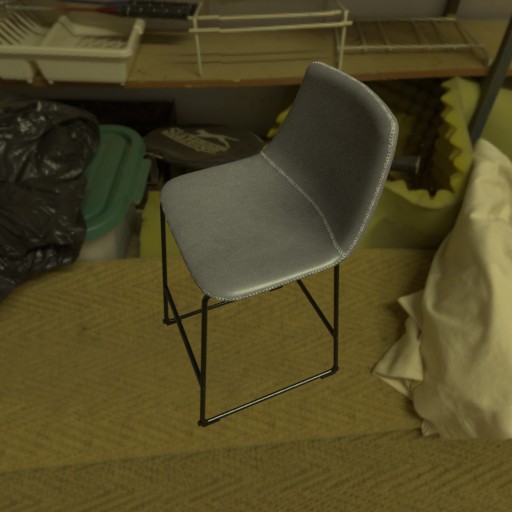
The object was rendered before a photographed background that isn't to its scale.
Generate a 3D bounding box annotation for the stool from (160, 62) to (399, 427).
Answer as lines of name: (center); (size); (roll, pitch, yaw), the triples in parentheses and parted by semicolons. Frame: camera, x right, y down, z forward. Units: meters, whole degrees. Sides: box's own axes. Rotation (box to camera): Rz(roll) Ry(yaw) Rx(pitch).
stool: (0.000, 0.000, 1.219); (0.546, 0.876, 0.470); (-17, 48, -16)
